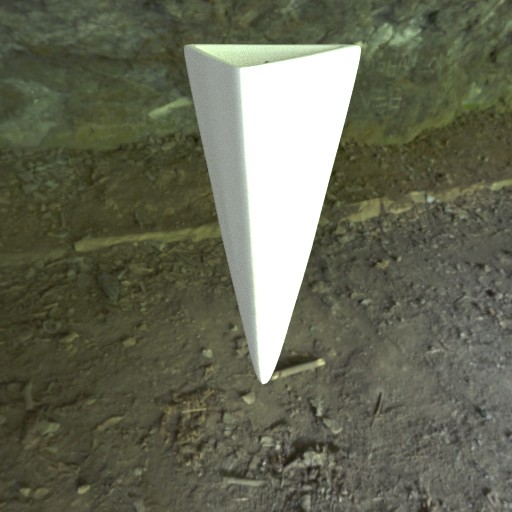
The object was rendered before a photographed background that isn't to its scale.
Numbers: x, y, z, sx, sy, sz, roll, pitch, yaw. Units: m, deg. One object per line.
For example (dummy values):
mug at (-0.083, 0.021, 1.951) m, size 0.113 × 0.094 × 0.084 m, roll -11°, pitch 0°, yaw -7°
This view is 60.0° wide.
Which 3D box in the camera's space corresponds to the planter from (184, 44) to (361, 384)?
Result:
planter at (0.000, 0.000, 0.393) m, size 0.143 × 0.338 × 0.065 m, roll 8°, pitch 27°, yaw 16°
